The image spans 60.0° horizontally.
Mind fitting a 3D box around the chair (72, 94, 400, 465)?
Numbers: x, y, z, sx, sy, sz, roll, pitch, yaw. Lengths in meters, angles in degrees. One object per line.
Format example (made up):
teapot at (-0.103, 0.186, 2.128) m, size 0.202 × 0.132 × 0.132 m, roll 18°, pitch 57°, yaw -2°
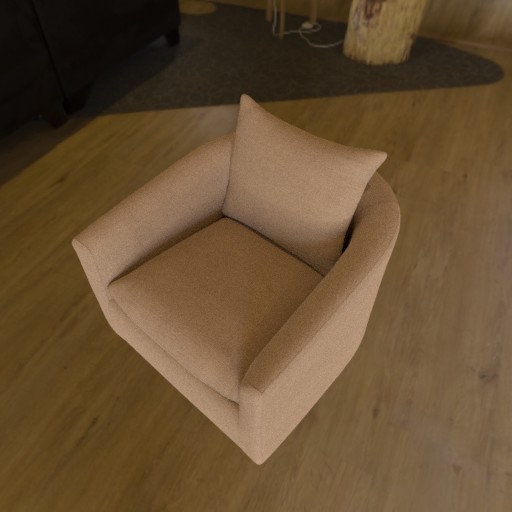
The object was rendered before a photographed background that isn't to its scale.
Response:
chair at (0.000, 0.000, 1.594) m, size 0.845 × 0.848 × 0.910 m, roll 33°, pitch 55°, yaw 27°
